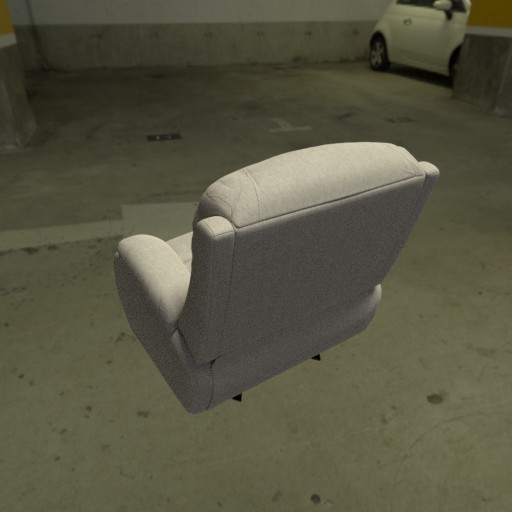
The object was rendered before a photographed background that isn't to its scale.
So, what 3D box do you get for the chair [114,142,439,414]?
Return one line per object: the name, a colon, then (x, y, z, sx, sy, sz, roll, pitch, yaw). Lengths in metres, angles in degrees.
chair: (0.000, 0.000, 1.756, 0.930, 1.011, 0.899, -18, 34, -29)
